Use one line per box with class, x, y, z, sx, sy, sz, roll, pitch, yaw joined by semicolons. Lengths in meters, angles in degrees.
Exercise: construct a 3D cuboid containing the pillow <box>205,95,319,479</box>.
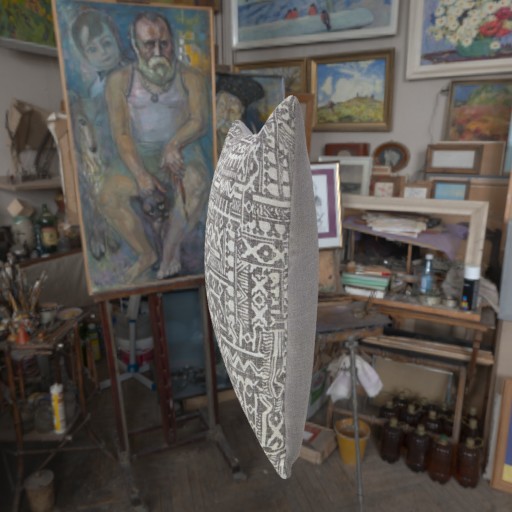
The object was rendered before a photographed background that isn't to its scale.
pillow;0.000;0.000;0.781;0.180;0.487;0.546;-2;15;-9
